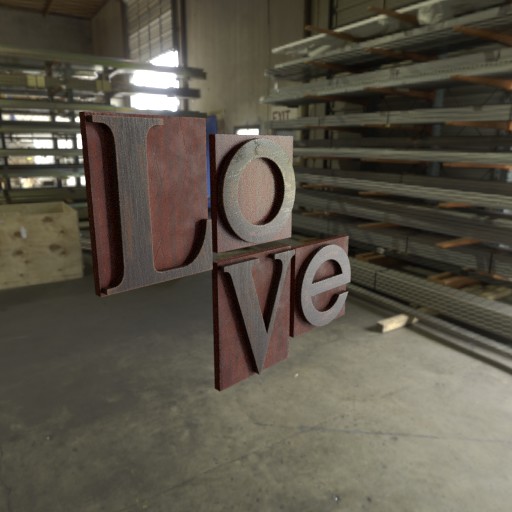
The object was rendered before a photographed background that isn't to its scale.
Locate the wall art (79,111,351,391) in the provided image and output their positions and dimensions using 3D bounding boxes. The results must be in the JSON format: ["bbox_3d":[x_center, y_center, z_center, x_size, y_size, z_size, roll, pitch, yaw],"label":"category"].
[{"bbox_3d":[0.000,0.000,0.852,0.030,0.497,0.635,13,19,43],"label":"wall art"}]
